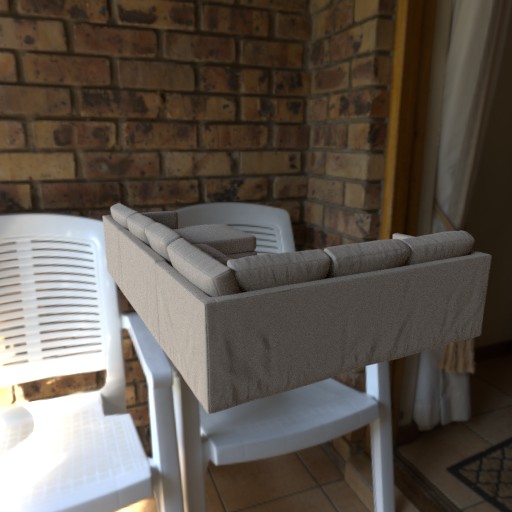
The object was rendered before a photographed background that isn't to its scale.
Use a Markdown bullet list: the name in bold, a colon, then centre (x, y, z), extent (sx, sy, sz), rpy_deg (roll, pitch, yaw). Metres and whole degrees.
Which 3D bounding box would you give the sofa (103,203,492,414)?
- **sofa**: centre (0.000, 0.000, 4.495), extent (2.427, 0.882, 3.460), rpy_deg (-7, 16, -27)
